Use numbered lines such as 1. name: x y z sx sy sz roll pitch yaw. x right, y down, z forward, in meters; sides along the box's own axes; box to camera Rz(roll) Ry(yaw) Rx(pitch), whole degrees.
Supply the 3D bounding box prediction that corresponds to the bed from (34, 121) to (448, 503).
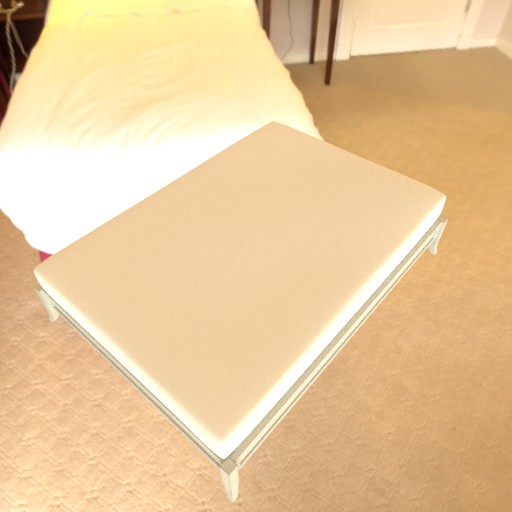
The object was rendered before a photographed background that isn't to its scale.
1. bed: 0.000 0.000 2.572 1.460 0.510 1.985 32 55 27
